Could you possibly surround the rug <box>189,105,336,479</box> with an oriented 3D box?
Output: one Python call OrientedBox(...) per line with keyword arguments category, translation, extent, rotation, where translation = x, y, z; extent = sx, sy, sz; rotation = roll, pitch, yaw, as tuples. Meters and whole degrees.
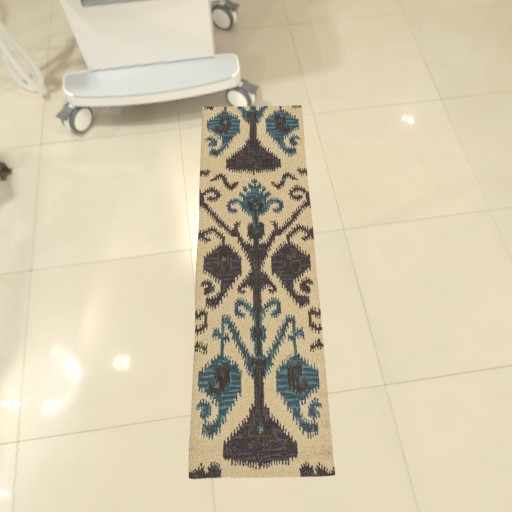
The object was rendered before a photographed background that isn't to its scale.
OrientedBox(category="rug", translation=(0.000, 0.000, 2.565), extent=(0.692, 0.017, 2.301), rotation=(-1, 64, -1))
